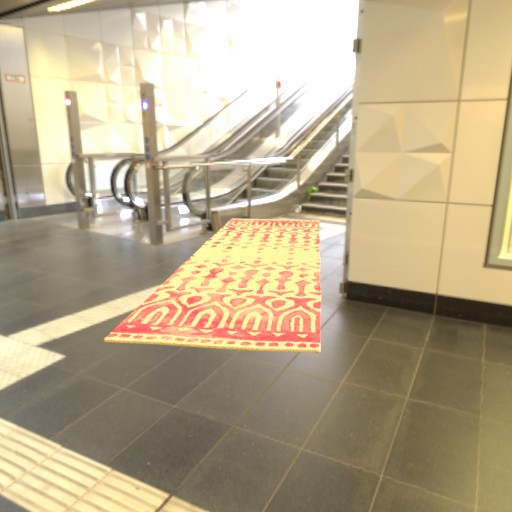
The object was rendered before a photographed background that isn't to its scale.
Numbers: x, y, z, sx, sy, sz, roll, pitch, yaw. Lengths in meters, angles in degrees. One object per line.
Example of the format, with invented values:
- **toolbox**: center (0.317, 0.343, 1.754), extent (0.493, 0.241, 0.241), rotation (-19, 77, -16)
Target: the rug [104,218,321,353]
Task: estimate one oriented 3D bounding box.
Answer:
- **rug**: center (0.000, 0.000, 2.719), extent (0.787, 0.011, 2.458), rotation (2, 15, 8)
